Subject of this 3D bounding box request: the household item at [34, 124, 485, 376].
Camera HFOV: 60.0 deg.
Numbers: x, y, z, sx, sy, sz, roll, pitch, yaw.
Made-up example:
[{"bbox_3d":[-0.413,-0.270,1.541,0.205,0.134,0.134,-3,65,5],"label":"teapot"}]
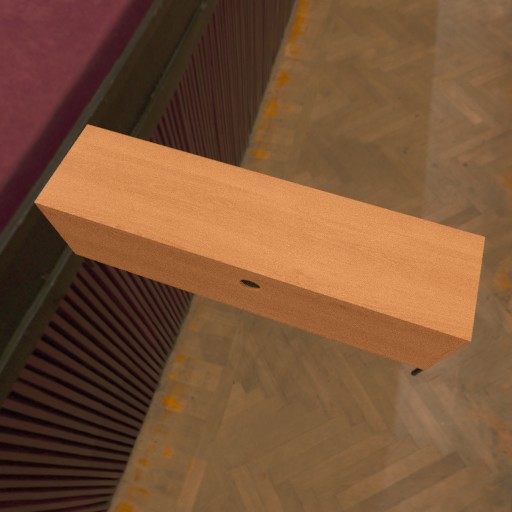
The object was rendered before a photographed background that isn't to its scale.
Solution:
[{"bbox_3d":[0.000,0.000,1.793,1.550,0.600,0.400,17,65,9],"label":"household item"}]
